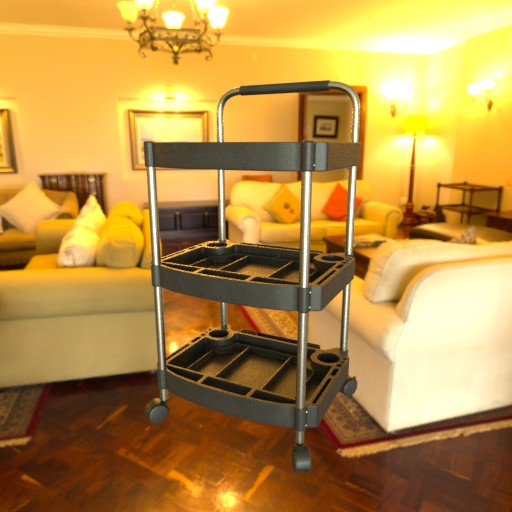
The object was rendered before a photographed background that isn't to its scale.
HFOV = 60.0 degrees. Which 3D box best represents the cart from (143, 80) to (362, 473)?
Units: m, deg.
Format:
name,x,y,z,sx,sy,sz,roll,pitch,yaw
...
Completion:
name,x,y,z,sx,sy,sz,roll,pitch,yaw
cart,0.000,0.000,1.408,0.584,1.075,0.518,7,16,26
